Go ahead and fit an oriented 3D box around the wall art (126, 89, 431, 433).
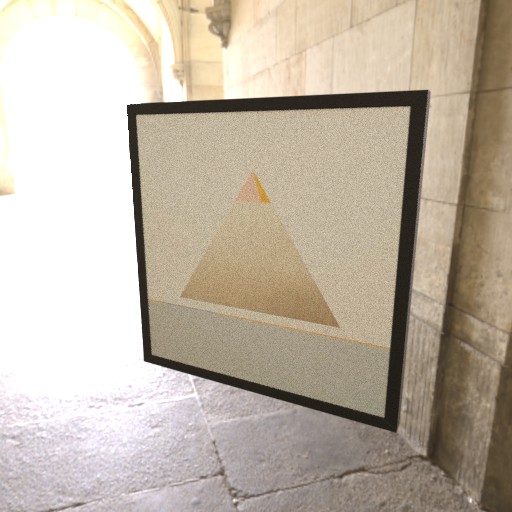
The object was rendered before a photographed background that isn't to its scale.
[{"bbox_3d":[0.000,0.000,1.141,0.769,0.766,0.042,7,16,26],"label":"wall art"}]
